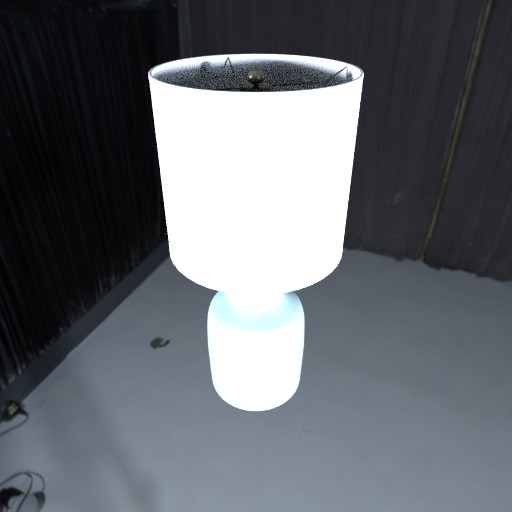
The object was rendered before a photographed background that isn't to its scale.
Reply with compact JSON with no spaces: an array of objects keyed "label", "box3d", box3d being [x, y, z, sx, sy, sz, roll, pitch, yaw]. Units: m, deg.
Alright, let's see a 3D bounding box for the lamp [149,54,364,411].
[{"label":"lamp","box3d":[0.000,0.000,1.108,0.418,0.871,0.418,11,34,16]}]
